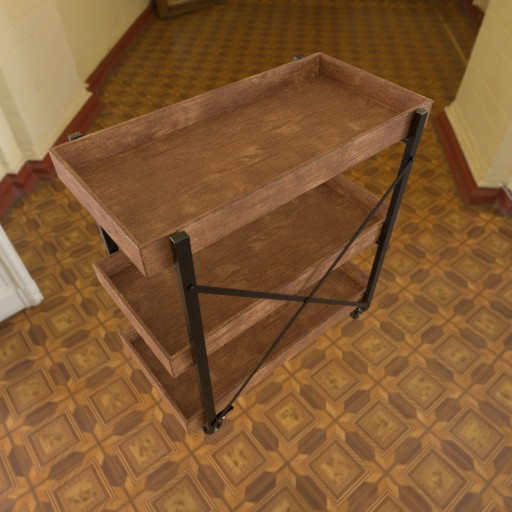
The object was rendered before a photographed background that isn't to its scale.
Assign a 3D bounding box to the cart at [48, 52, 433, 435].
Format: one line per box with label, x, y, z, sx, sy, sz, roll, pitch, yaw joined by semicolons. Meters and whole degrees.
cart;0.000;0.000;1.217;0.750;0.800;0.411;-31;53;-26
